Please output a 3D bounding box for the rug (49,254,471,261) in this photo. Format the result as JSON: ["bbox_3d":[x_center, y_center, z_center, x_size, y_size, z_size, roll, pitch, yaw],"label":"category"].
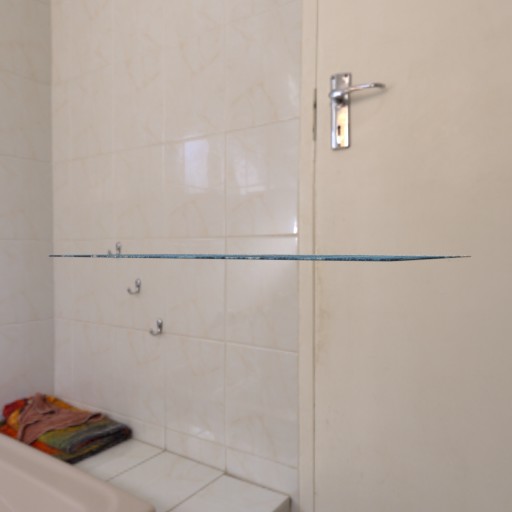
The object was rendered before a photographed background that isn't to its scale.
[{"bbox_3d":[0.000,0.000,2.295,1.836,0.009,1.232,0,1,36],"label":"rug"}]
